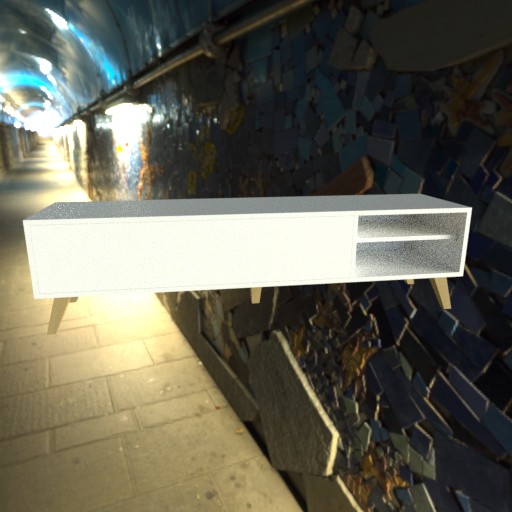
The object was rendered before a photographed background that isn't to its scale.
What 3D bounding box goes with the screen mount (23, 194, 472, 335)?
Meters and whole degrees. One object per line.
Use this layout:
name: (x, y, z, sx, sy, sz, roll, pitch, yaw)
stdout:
screen mount: (0.000, 0.000, 1.855, 1.644, 0.432, 0.399, -2, 16, -9)
